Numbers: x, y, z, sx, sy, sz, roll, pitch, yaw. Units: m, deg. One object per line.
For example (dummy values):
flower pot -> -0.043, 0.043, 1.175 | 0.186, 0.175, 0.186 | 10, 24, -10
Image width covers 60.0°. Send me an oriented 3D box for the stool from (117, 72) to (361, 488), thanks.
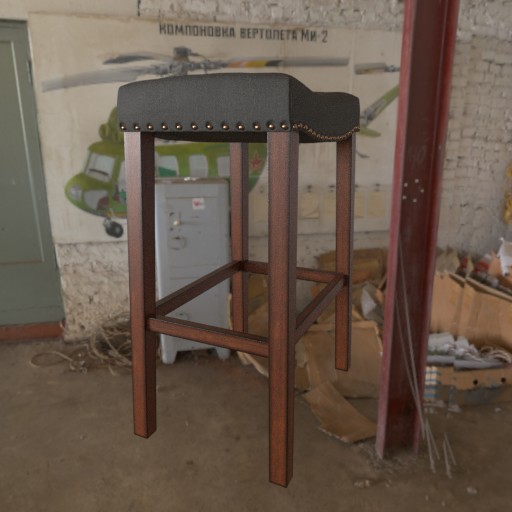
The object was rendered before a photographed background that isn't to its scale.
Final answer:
stool -> 0.000, 0.000, 1.033 | 0.366, 0.748, 0.502 | 7, 17, 24
